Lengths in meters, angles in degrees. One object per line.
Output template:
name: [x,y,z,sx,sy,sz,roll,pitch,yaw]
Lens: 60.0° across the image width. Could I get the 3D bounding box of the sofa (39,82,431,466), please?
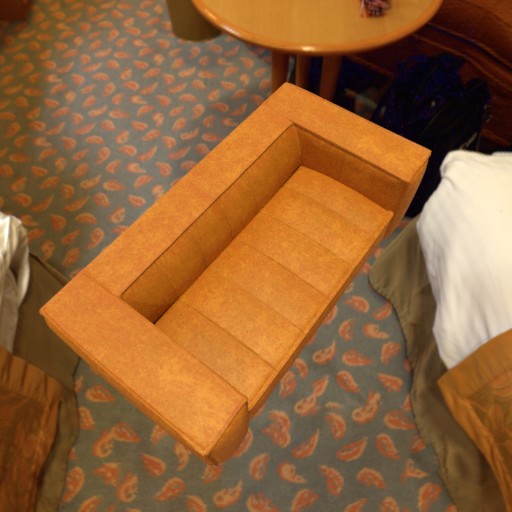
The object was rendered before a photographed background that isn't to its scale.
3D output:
sofa: [0.000,0.000,2.619,1.102,0.703,2.088,33,65,18]
